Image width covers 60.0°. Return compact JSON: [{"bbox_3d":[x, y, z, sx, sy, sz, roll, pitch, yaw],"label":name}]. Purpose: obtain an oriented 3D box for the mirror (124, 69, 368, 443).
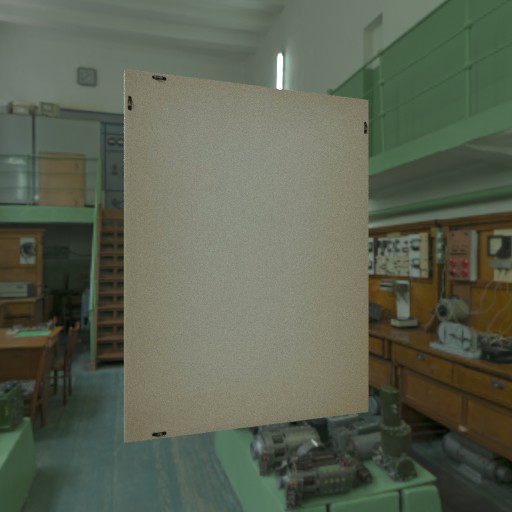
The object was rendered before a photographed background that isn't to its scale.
[{"bbox_3d":[0.000,0.000,1.338,0.762,1.016,0.040,0,0,-18],"label":"mirror"}]
